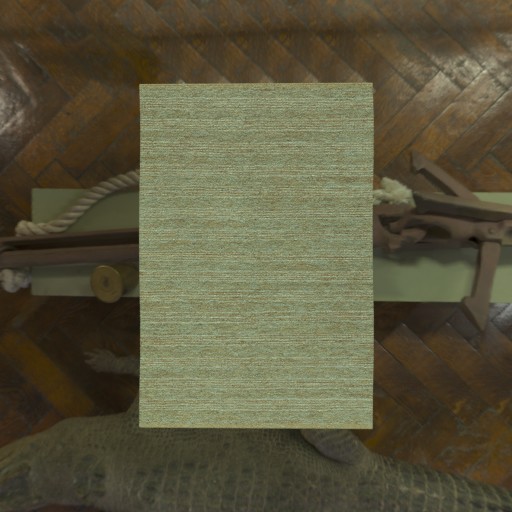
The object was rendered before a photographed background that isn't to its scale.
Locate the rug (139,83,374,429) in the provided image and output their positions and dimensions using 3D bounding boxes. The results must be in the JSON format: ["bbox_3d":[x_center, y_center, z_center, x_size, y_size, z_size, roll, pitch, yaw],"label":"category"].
[{"bbox_3d":[0.000,0.000,2.345,1.240,0.010,1.824,0,90,1],"label":"rug"}]
